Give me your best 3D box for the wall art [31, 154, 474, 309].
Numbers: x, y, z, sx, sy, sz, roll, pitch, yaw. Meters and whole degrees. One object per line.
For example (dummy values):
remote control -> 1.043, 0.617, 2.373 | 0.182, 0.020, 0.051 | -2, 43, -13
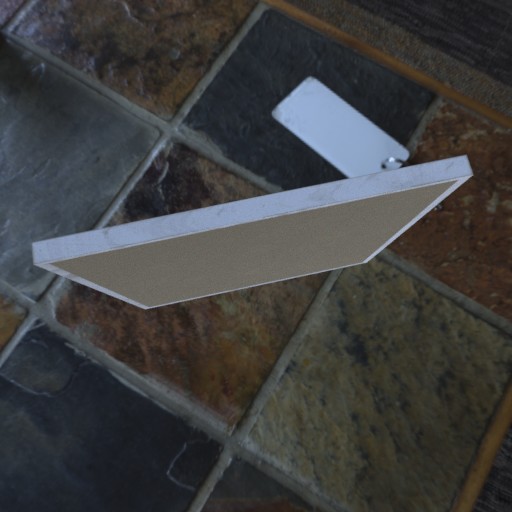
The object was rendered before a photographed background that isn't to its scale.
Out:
wall art -> 0.000, 0.000, 1.123 | 0.760, 0.757, 0.038 | -12, 78, -3
